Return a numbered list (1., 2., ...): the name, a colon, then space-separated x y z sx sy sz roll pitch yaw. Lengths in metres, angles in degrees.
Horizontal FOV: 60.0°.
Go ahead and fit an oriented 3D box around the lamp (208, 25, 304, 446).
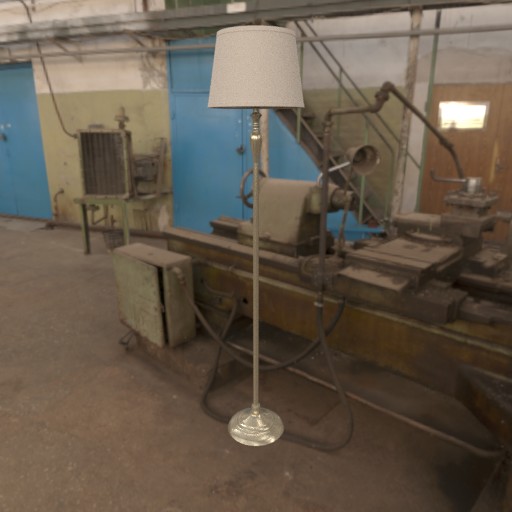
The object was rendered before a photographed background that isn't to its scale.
1. lamp: 0.000 0.000 1.655 0.327 1.506 0.327 8 19 24
